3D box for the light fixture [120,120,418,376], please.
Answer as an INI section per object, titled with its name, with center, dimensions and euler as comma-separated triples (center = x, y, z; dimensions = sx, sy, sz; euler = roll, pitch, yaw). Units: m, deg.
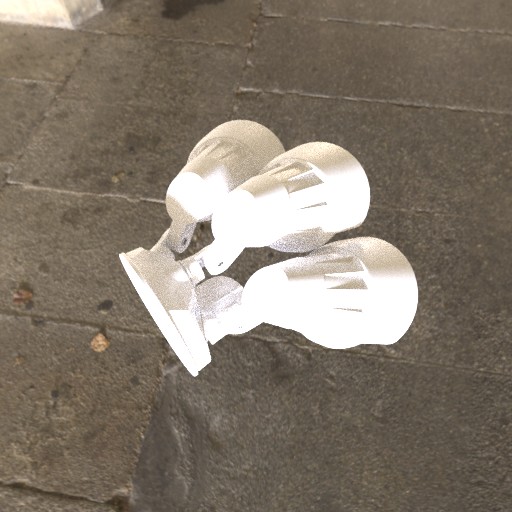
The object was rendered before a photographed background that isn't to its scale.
[light fixture]
center = 0.000, 0.000, 0.548
dimensions = 0.278, 0.237, 0.369
euler = -32, 63, -18
